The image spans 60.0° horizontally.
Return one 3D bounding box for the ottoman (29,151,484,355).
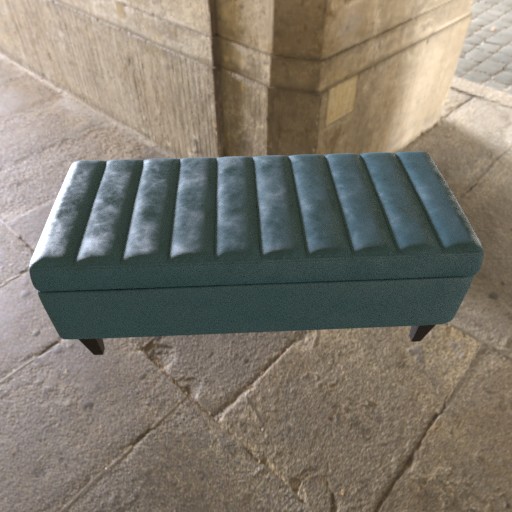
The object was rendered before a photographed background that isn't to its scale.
[{"bbox_3d":[0.000,0.000,1.398,1.151,0.469,0.482,-2,46,-2],"label":"ottoman"}]
